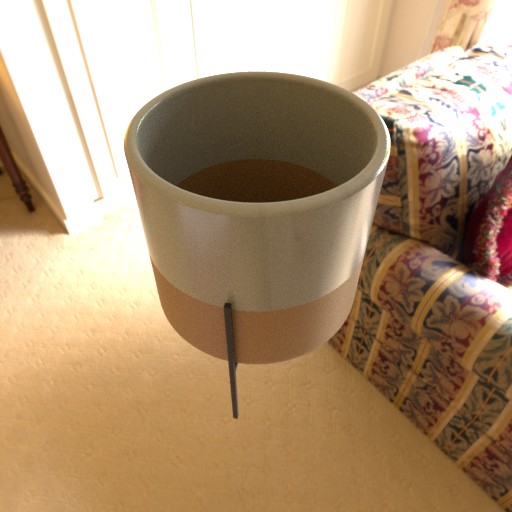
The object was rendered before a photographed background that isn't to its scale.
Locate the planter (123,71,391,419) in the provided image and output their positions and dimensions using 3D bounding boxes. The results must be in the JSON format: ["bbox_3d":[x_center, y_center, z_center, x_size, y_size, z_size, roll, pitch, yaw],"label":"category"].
[{"bbox_3d":[0.000,0.000,0.747,0.348,0.480,0.360,9,47,8],"label":"planter"}]
